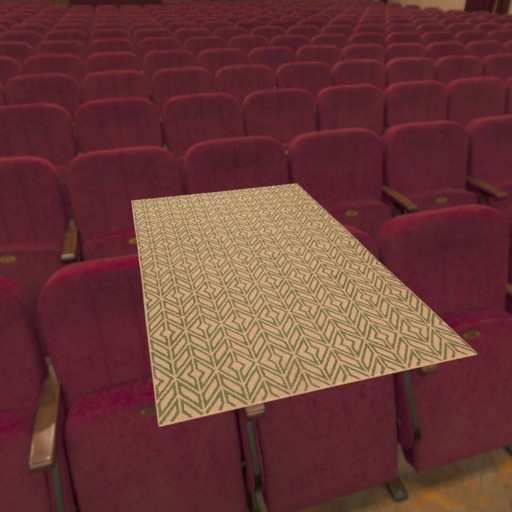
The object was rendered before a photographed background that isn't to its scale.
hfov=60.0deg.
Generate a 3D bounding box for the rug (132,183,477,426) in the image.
[{"bbox_3d":[0.000,0.000,2.968,1.517,0.011,2.435,-8,31,-14],"label":"rug"}]
